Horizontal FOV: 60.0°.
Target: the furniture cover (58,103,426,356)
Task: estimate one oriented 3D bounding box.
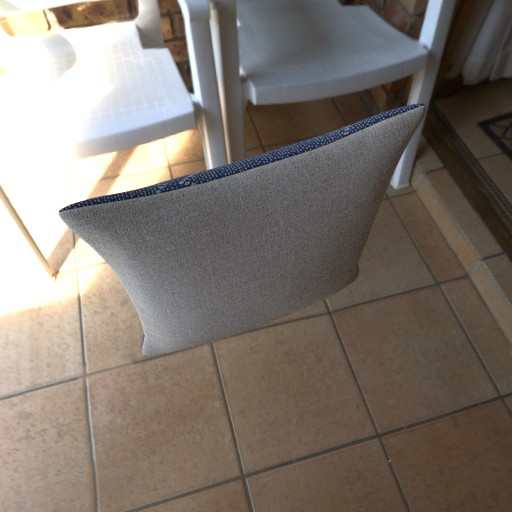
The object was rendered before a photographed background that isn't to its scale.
[{"bbox_3d":[0.000,0.000,0.777,0.511,0.503,0.162,-19,60,-11],"label":"furniture cover"}]
